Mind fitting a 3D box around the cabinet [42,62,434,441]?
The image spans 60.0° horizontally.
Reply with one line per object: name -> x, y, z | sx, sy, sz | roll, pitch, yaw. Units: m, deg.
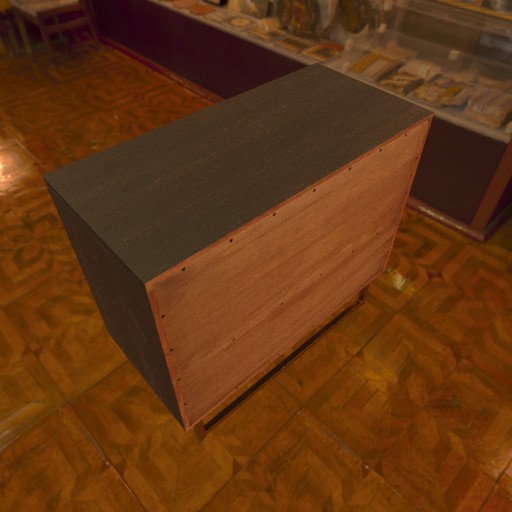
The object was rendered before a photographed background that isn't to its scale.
cabinet -> 0.000, 0.000, 1.457 | 0.950, 0.860, 0.451 | -33, 54, -28
